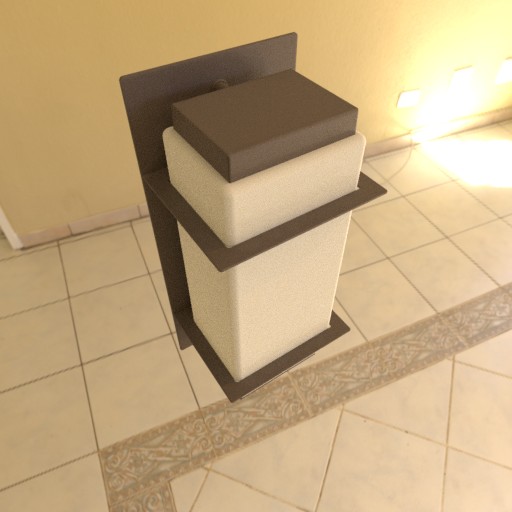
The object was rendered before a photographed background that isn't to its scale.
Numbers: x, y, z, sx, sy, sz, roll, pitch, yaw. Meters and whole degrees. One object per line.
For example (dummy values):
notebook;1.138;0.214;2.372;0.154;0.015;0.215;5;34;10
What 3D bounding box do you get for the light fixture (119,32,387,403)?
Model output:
light fixture;0.000;0.000;0.427;0.153;0.347;0.146;-26;51;-23
